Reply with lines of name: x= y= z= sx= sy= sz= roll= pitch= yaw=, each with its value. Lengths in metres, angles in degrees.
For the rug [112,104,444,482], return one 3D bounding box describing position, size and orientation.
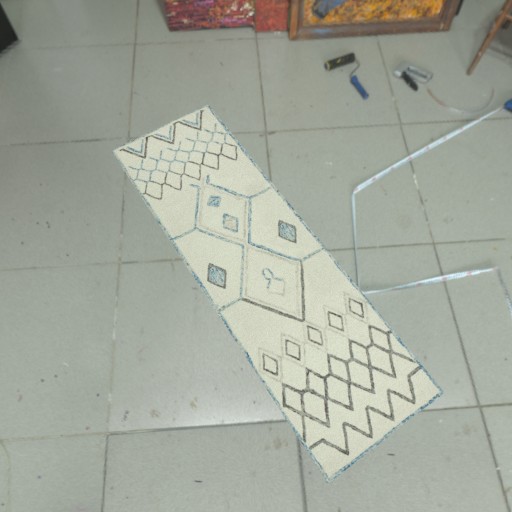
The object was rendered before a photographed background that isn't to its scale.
rug: x=0.000 y=0.000 z=2.687 sx=0.770 sy=0.013 sz=2.434 roll=-31 pitch=68 yaw=-14
